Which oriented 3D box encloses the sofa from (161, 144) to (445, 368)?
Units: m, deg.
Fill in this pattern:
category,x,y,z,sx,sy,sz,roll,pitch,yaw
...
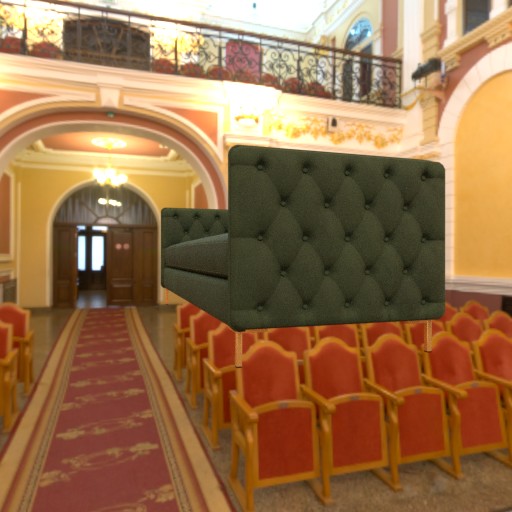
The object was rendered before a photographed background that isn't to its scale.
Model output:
category,x,y,z,sx,sy,sz,roll,pitch,yaw
sofa,0.000,0.000,2.635,0.895,0.771,2.209,0,0,-18
